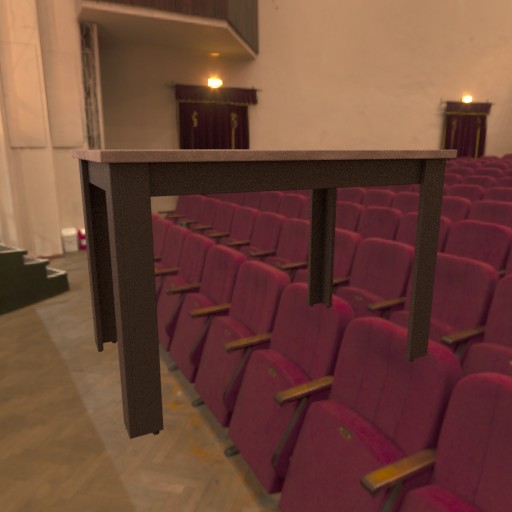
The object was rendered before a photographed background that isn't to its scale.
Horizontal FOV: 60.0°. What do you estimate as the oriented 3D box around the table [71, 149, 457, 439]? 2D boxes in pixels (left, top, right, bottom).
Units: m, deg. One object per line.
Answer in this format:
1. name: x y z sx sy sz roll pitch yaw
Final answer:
1. table: 0.000 0.000 1.575 1.100 0.734 0.700 -7 15 -26
